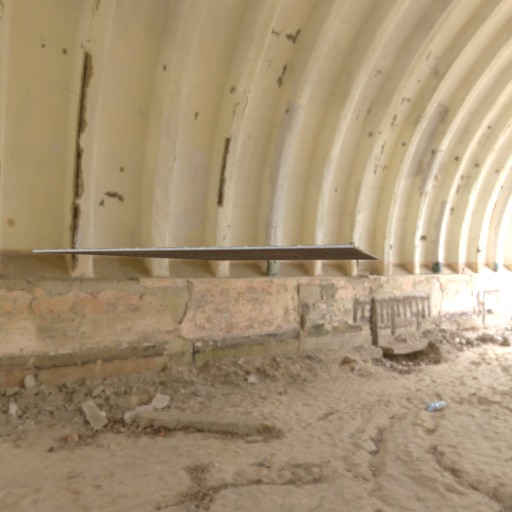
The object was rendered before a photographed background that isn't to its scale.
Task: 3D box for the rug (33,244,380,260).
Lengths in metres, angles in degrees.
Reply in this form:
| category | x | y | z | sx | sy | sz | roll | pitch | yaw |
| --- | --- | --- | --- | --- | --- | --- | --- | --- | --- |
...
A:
| category | x | y | z | sx | sy | sz | roll | pitch | yaw |
| --- | --- | --- | --- | --- | --- | --- | --- | --- | --- |
| rug | 0.000 | 0.000 | 3.570 | 1.819 | 0.018 | 2.746 | -1 | -2 | 18 |
